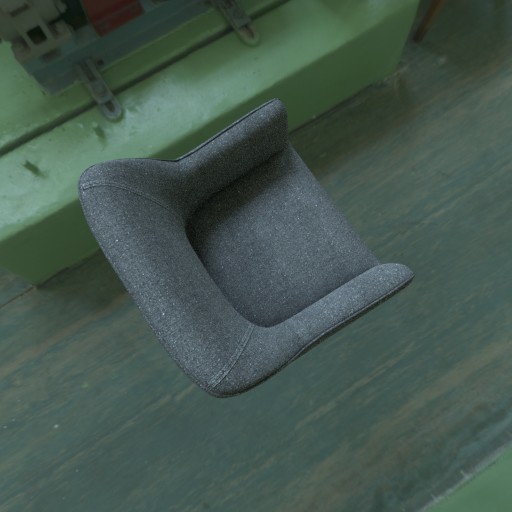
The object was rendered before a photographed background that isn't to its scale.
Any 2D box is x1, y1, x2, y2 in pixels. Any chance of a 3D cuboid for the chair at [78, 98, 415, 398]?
[{"bbox_3d":[0.000,0.000,1.139,0.519,0.803,0.543,-34,80,-7],"label":"chair"}]
